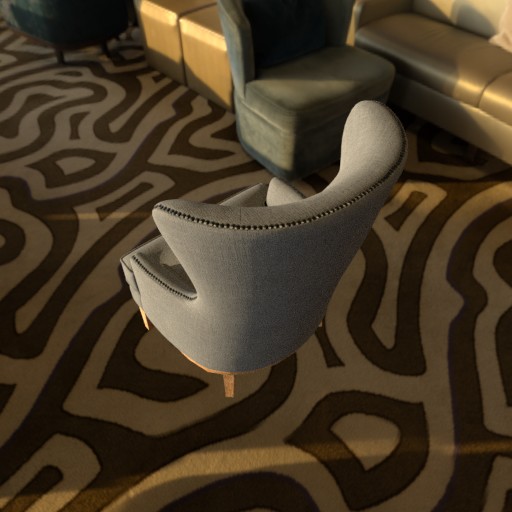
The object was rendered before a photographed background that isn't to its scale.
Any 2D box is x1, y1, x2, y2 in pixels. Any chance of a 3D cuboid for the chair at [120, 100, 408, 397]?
[{"bbox_3d":[0.000,0.000,1.788,0.864,1.176,0.883,-32,55,-26],"label":"chair"}]
